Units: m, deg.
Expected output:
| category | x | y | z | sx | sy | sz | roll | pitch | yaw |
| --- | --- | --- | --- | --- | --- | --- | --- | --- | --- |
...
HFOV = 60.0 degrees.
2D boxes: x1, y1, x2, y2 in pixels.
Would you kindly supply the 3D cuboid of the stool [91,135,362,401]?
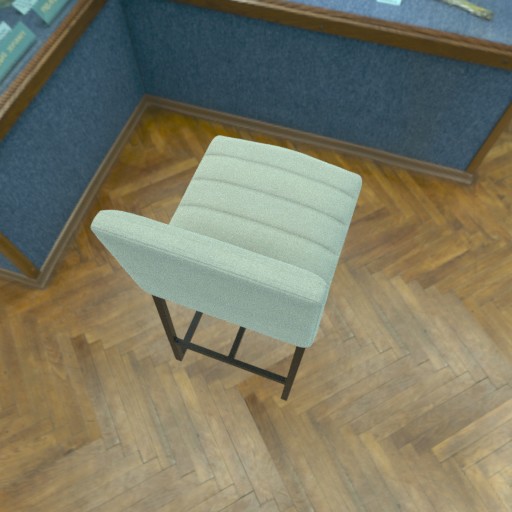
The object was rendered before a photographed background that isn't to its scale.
| category | x | y | z | sx | sy | sz | roll | pitch | yaw |
| --- | --- | --- | --- | --- | --- | --- | --- | --- | --- |
| stool | 0.000 | 0.000 | 1.295 | 0.459 | 0.971 | 0.567 | 18 | 64 | 9 |
